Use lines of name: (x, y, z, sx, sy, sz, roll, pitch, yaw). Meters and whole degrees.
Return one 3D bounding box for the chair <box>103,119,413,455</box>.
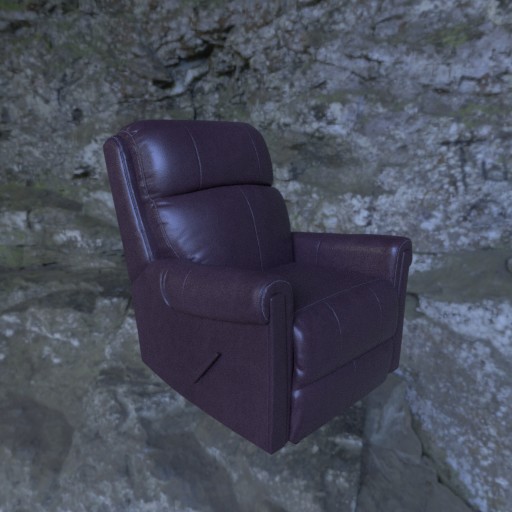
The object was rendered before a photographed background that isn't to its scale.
chair: (0.000, 0.000, 1.770, 0.838, 1.054, 1.014, -14, 20, -42)
